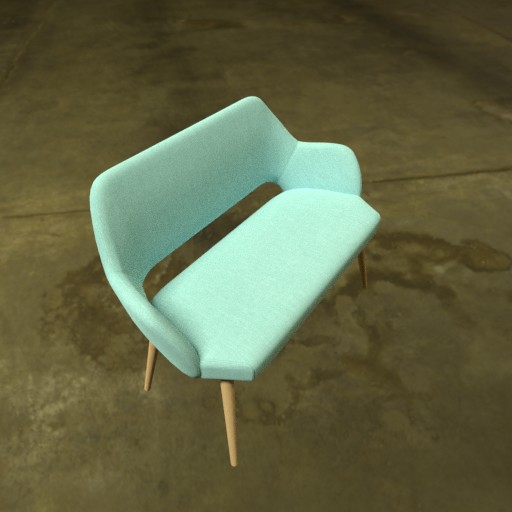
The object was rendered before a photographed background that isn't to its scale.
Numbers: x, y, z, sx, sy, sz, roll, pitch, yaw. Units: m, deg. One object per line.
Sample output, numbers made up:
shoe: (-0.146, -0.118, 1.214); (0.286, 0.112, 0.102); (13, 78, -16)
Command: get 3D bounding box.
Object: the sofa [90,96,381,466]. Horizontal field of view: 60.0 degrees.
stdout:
sofa: (0.000, 0.000, 1.634); (0.610, 0.840, 1.150); (25, 46, 26)
